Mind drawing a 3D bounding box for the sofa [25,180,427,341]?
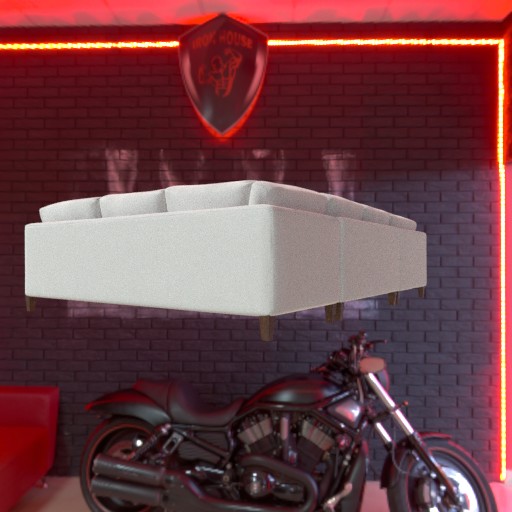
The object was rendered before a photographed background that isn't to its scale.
[{"bbox_3d":[0.000,0.000,4.526,2.593,0.956,3.459,0,0,34],"label":"sofa"}]
